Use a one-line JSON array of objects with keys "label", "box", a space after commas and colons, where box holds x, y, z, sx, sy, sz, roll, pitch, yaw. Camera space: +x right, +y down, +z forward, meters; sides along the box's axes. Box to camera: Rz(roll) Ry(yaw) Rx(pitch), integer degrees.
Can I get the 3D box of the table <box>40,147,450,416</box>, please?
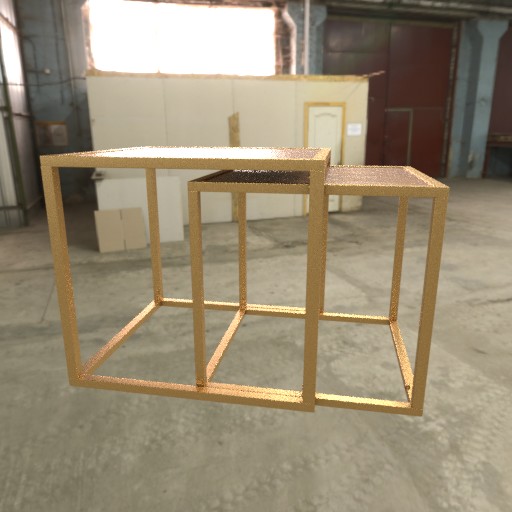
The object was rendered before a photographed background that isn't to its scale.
[{"label": "table", "box": [0.000, 0.000, 1.098, 0.762, 0.505, 0.505, 3, 16, 10]}]
